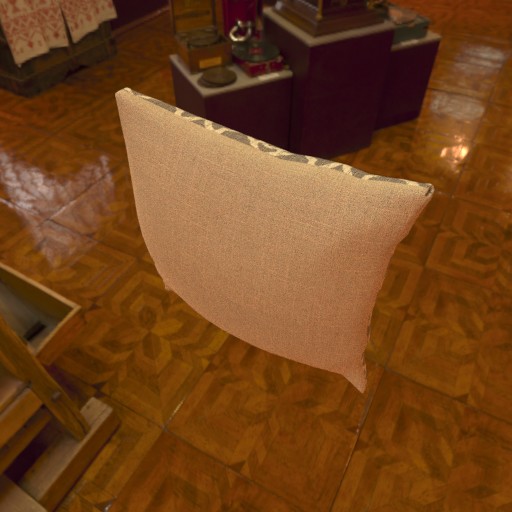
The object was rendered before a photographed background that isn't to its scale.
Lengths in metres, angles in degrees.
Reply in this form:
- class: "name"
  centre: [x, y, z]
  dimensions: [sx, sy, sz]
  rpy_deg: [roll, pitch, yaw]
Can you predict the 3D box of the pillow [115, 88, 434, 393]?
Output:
- class: "pillow"
  centre: [0.000, 0.000, 0.794]
  dimensions: [0.508, 0.498, 0.215]
  rpy_deg: [23, 51, 21]
